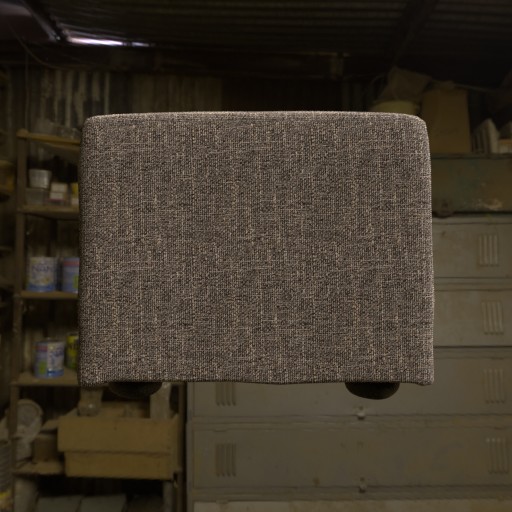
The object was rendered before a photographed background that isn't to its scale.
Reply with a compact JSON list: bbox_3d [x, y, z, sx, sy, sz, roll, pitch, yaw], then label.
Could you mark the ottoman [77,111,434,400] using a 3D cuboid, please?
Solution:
[{"bbox_3d":[0.000,0.000,0.881,0.521,0.453,0.512,0,-2,1],"label":"ottoman"}]
